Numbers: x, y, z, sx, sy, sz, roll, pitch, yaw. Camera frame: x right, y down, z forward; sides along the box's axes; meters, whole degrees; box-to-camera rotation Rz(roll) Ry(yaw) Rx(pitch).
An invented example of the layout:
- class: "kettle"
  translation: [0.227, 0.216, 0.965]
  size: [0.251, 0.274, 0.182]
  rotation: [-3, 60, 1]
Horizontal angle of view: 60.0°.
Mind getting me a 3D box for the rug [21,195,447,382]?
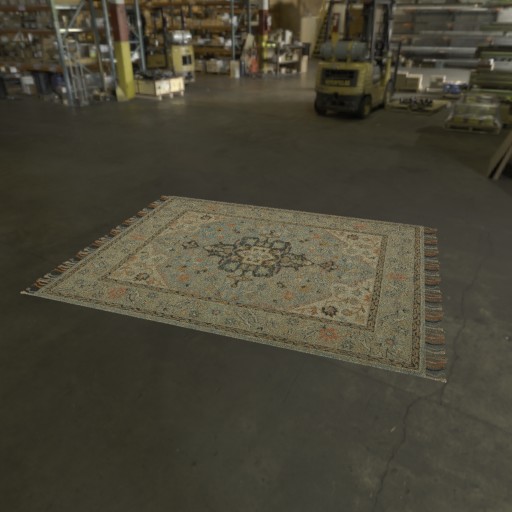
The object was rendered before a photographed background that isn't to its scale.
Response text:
- class: "rug"
  translation: [0.000, 0.000, 4.099]
  size: [3.221, 0.011, 2.379]
  rotation: [9, 29, 16]
